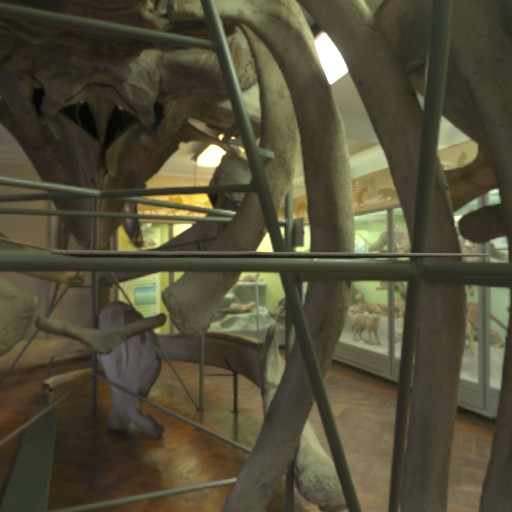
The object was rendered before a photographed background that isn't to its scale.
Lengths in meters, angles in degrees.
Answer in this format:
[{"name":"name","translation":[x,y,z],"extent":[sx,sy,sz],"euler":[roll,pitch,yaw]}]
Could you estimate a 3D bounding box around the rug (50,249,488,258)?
[{"name":"rug","translation":[0.000,0.000,2.883],"extent":[2.290,0.021,1.540],"euler":[0,-1,-19]}]
